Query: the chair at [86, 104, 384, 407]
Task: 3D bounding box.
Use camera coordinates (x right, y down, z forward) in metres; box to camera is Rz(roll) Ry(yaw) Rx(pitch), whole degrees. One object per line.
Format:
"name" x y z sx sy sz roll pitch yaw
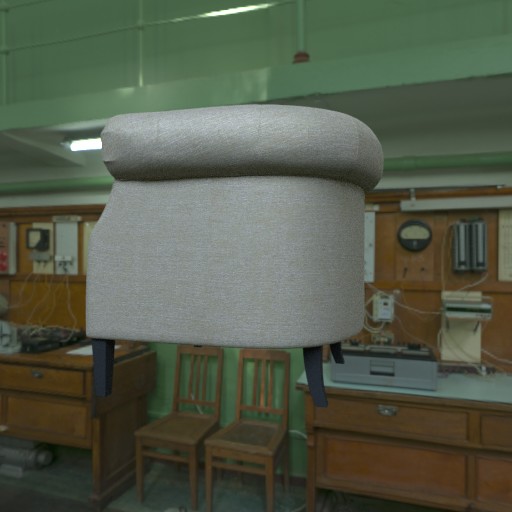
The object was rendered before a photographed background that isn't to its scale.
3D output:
"chair" 0.000 0.000 1.544 0.852 0.827 0.905 0 1 17
